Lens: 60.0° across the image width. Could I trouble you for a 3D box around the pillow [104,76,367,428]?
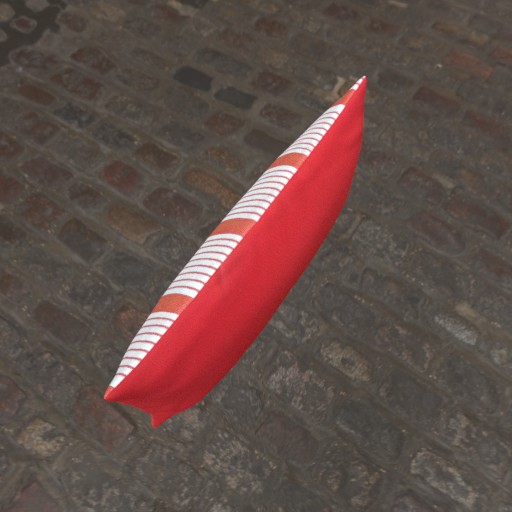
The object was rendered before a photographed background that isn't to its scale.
[{"bbox_3d":[0.000,0.000,0.730,0.151,0.297,0.608,32,68,15],"label":"pillow"}]
